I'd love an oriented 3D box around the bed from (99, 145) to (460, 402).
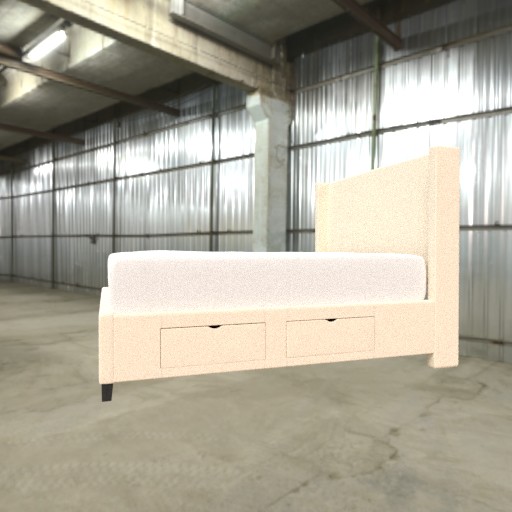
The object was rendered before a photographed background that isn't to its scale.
[{"bbox_3d":[0.000,0.000,3.431,2.280,1.471,1.765,0,1,-19],"label":"bed"}]
